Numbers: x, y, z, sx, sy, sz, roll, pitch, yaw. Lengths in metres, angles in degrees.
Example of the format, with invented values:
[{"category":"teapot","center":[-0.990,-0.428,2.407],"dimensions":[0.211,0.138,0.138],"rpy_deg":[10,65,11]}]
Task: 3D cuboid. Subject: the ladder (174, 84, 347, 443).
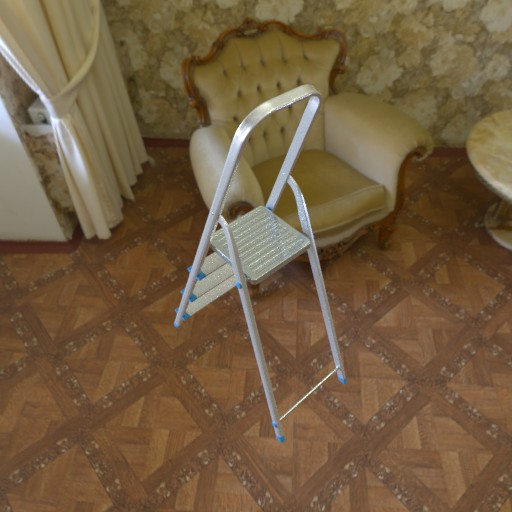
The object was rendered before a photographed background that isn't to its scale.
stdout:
[{"category":"ladder","center":[0.000,0.000,1.744],"dimensions":[0.445,1.434,0.842],"rpy_deg":[-33,55,-27]}]
